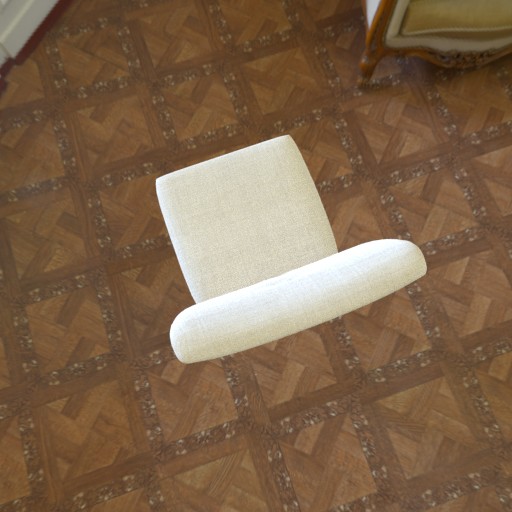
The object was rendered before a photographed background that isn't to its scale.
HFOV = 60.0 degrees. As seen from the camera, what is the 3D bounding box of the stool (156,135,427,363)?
[{"bbox_3d":[0.000,0.000,1.428,0.516,1.124,0.603,-20,76,-5],"label":"stool"}]
